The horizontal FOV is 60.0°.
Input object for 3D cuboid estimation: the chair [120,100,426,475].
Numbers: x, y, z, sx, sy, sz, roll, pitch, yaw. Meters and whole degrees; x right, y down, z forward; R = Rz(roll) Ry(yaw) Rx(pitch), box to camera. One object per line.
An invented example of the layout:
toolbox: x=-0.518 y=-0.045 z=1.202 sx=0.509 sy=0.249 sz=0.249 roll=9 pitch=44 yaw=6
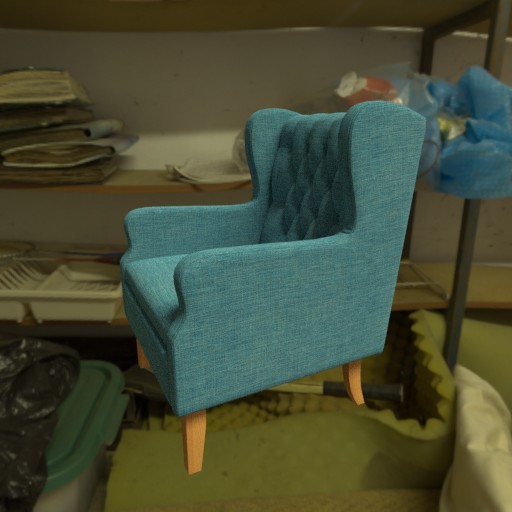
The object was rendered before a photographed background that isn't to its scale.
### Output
chair: x=0.000 y=0.000 z=1.465 sx=0.775 sy=0.952 sz=0.711 roll=-8 pitch=18 yaw=-25
